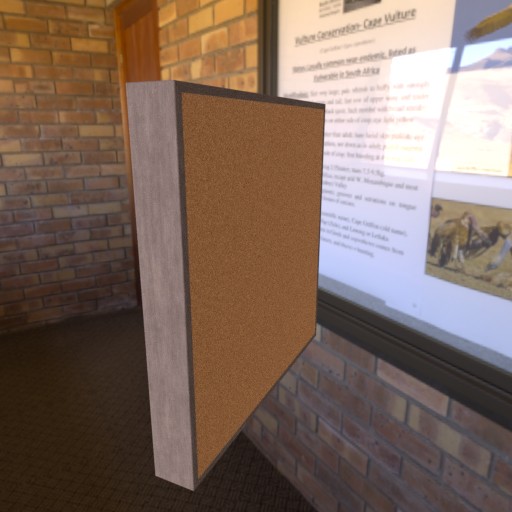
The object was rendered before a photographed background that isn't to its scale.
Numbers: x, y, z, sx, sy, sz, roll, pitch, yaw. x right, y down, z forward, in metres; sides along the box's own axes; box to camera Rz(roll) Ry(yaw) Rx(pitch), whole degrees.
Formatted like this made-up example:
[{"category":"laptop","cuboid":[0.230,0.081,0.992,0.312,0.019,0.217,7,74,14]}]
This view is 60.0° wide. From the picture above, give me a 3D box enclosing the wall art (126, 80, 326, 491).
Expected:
[{"category":"wall art","cuboid":[0.000,0.000,0.445,0.038,0.302,0.303,8,18,25]}]
